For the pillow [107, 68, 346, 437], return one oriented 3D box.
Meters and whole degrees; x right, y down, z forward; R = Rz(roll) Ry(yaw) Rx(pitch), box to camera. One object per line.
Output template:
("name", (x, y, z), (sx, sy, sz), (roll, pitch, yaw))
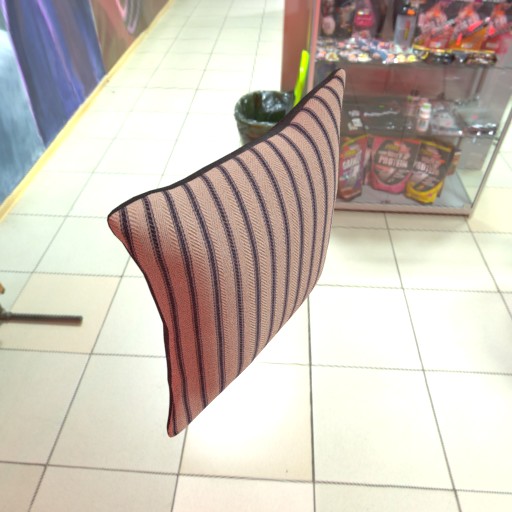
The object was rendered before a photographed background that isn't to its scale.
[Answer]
("pillow", (0.000, 0.000, 0.693), (0.138, 0.444, 0.468), (26, 49, 26))
